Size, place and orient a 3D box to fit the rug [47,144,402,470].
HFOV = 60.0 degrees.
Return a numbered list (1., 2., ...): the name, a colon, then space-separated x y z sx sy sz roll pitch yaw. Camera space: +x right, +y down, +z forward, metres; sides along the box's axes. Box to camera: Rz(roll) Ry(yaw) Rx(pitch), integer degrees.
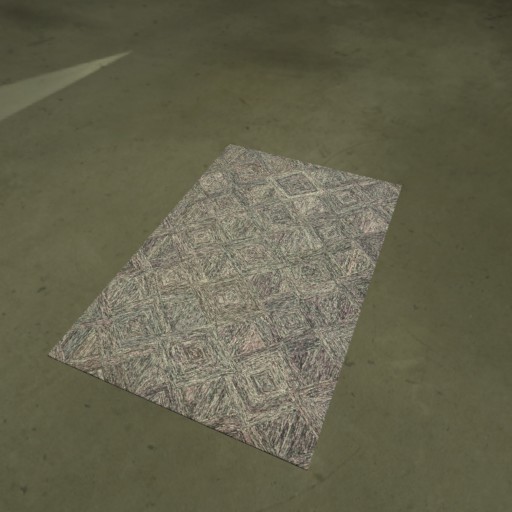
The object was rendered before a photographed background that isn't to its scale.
1. rug: 0.000 0.000 2.951 1.501 0.017 2.298 17 49 16
